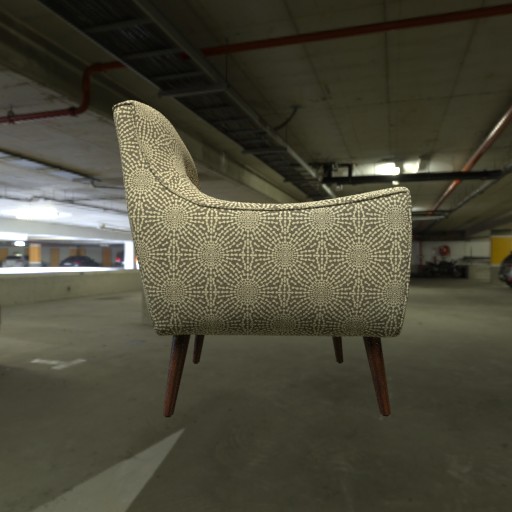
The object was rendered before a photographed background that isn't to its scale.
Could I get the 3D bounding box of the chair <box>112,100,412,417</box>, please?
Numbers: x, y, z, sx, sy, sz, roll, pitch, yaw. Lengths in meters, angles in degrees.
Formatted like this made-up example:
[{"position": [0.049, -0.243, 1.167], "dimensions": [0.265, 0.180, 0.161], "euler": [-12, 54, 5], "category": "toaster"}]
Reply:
[{"position": [0.000, 0.000, 1.452], "dimensions": [0.787, 0.838, 0.762], "euler": [0, -1, -1], "category": "chair"}]
